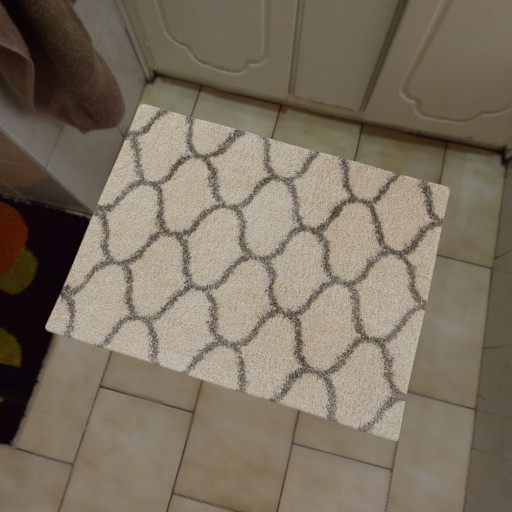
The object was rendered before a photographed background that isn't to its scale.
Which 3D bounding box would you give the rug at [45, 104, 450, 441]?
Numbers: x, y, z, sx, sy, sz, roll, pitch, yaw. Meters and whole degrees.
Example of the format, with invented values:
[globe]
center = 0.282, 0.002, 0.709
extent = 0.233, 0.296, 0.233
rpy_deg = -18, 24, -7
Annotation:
[rug]
center = 0.000, 0.000, 2.060
extent = 1.600, 0.025, 1.200
rpy_deg = 16, 76, 4
